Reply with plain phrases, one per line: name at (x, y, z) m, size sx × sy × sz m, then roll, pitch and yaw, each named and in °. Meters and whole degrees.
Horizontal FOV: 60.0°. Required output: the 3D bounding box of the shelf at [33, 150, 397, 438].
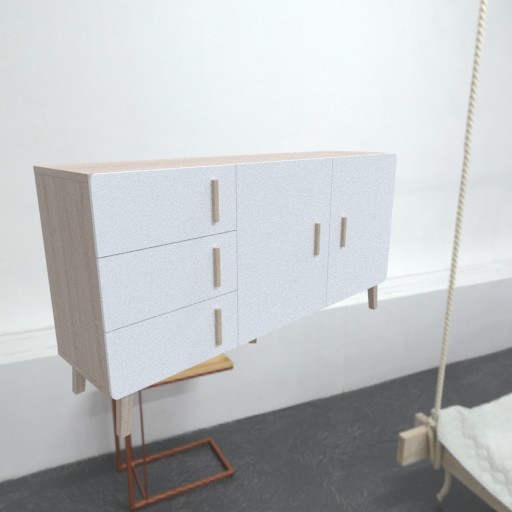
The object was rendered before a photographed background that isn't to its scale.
shelf at (0.000, 0.000, 1.805) m, size 1.490 × 0.780 × 0.400 m, roll -15°, pitch 22°, yaw -42°
